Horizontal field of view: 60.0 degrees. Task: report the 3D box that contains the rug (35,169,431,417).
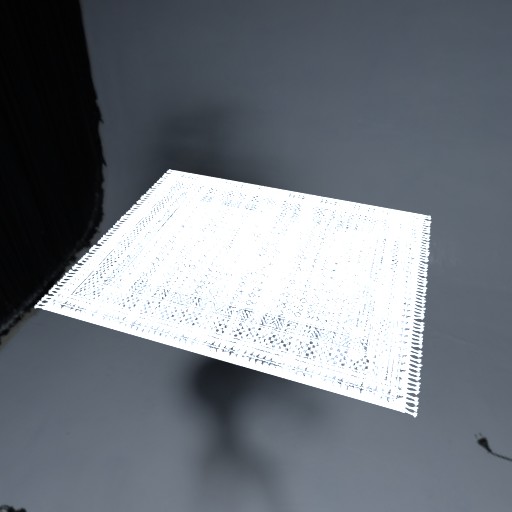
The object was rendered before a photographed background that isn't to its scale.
[{"bbox_3d":[0.000,0.000,3.964,2.940,0.013,2.312,12,42,14],"label":"rug"}]
